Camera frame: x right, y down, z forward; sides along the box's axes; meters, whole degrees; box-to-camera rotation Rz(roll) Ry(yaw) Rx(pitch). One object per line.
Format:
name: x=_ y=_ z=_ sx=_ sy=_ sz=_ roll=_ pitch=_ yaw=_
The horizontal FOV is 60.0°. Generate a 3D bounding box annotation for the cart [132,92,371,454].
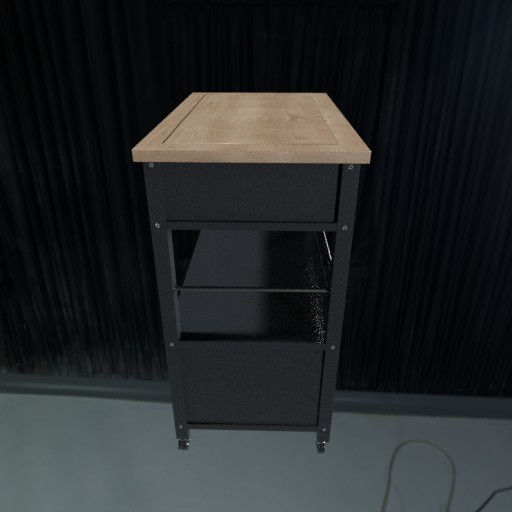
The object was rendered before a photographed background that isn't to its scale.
cart: x=0.000 y=0.000 z=1.426 sx=0.459 sy=0.901 sz=0.840 roll=1 pitch=28 yaw=1
